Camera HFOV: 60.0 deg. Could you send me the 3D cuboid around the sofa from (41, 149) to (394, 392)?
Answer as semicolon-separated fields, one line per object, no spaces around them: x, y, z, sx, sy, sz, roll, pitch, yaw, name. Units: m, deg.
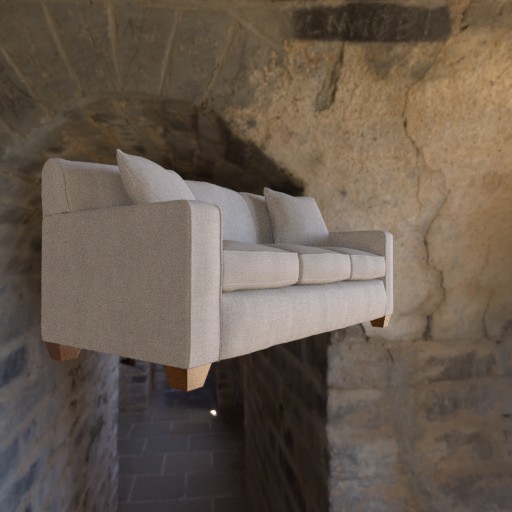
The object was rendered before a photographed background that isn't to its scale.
0.000;0.000;2.550;0.997;0.958;2.024;-1;-1;36;sofa
